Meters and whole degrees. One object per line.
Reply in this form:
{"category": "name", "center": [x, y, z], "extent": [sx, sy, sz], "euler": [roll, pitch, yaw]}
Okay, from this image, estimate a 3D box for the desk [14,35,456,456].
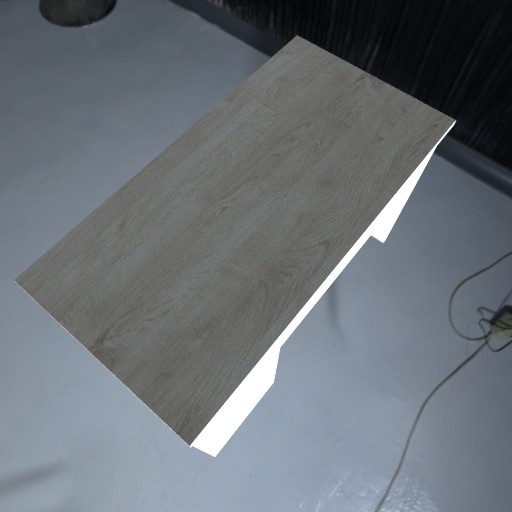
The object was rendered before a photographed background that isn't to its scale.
{"category": "desk", "center": [0.000, 0.000, 1.465], "extent": [0.560, 0.730, 1.096], "euler": [36, 69, 16]}
